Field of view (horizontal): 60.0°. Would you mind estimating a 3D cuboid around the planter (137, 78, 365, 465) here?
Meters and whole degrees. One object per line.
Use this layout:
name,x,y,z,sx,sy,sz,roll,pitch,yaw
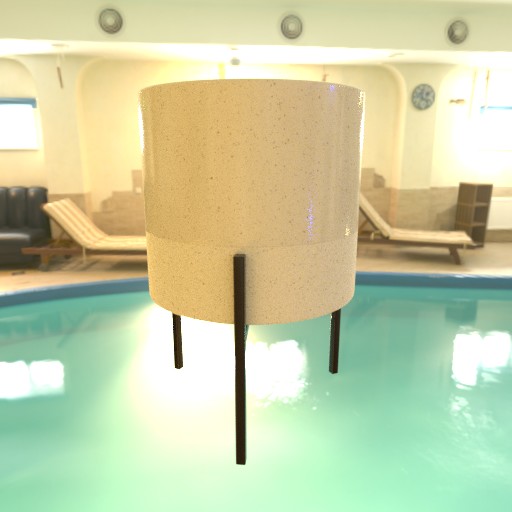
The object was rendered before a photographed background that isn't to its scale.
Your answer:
planter,0.000,0.000,0.333,0.159,0.230,0.152,-7,15,-25
